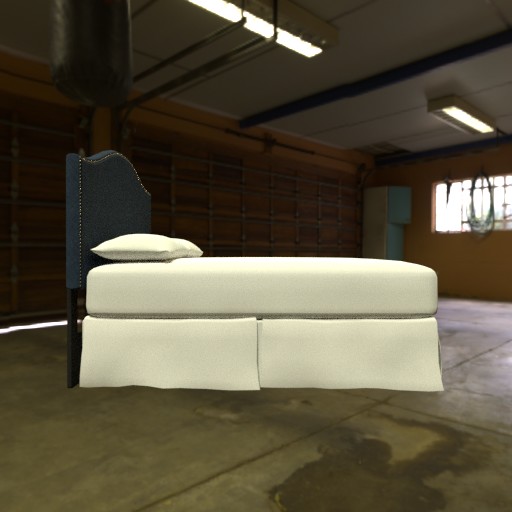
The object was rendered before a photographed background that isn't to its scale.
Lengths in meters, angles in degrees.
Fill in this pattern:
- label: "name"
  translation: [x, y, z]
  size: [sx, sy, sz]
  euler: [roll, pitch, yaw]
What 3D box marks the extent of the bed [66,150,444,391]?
- label: "bed"
  translation: [0.000, 0.000, 3.269]
  size: [2.153, 1.518, 1.713]
  euler: [0, 0, 1]
